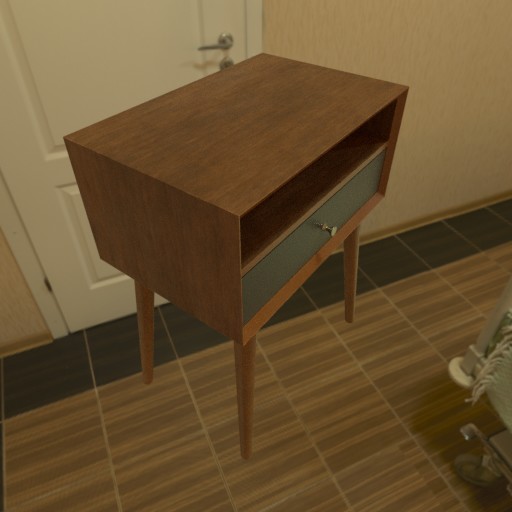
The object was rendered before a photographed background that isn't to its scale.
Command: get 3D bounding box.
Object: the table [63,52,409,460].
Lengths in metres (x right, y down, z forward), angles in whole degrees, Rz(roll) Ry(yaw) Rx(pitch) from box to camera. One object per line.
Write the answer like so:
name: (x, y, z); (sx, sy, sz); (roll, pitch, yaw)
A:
table: (0.000, 0.000, 0.852); (0.307, 0.580, 0.454); (26, 47, 27)
